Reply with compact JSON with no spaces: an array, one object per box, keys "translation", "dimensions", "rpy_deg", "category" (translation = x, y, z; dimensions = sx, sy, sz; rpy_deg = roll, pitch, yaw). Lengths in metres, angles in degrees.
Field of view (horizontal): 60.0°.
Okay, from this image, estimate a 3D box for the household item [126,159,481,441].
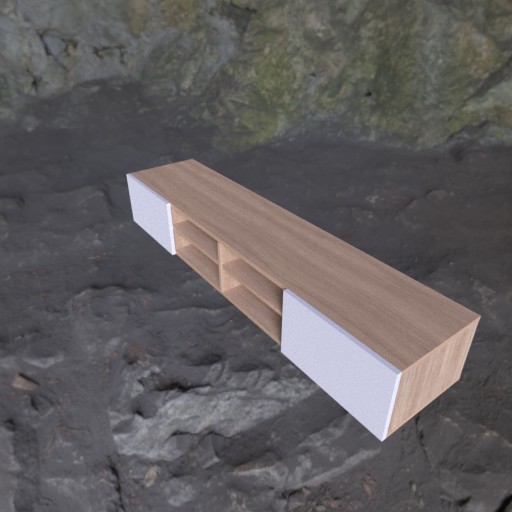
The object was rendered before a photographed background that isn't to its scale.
[{"translation":[0.000,0.000,2.027],"dimensions":[0.420,0.310,1.850],"rpy_deg":[-21,38,-31],"category":"household item"}]
